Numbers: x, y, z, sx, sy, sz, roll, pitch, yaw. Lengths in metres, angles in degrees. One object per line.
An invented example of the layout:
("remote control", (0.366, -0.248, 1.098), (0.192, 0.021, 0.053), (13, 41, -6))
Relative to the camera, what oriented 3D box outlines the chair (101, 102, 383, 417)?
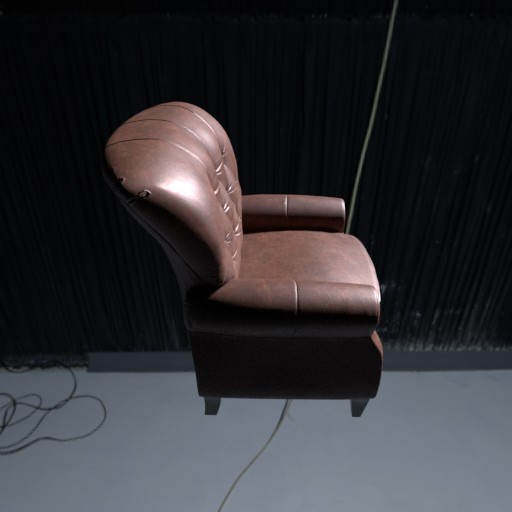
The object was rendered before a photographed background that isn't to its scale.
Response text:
("chair", (0.000, 0.000, 1.914), (1.031, 1.162, 0.979), (0, 32, 1))
